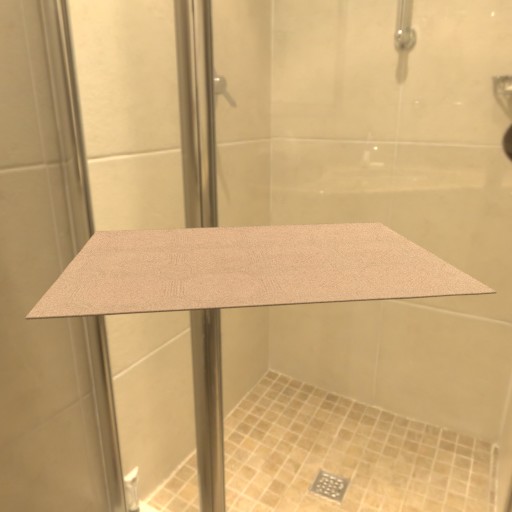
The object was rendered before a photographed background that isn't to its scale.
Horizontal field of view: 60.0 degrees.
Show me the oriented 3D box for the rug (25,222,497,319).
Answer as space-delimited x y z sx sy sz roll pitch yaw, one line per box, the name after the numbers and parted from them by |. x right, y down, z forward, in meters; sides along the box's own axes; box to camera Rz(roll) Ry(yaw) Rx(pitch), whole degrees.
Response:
0.000 0.000 2.284 1.839 0.009 1.236 -2 18 -7 | rug
